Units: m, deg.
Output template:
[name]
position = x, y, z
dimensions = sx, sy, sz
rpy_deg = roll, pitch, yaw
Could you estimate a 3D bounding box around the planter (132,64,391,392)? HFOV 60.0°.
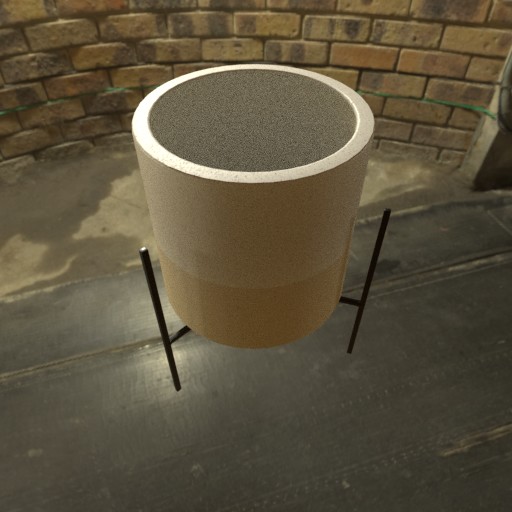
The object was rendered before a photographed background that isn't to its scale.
[planter]
position = 0.000, 0.000, 0.549
dimensions = 0.263, 0.362, 0.267
rpy_deg = 26, 51, 23
